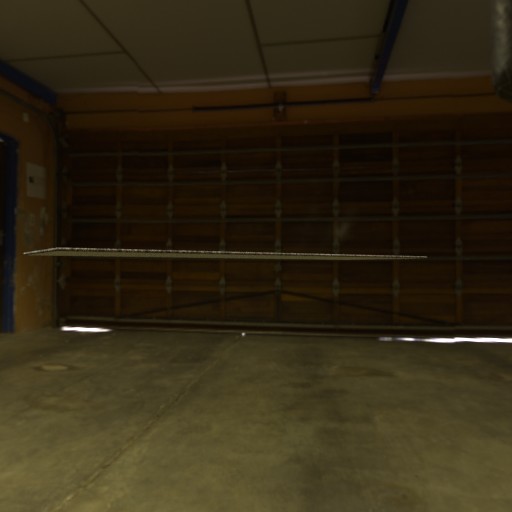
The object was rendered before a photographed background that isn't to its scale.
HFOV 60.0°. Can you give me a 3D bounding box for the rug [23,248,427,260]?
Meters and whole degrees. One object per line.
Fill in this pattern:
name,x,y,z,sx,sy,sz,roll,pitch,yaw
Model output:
rug,0.000,0.000,2.552,2.305,0.013,0.719,1,-2,-36
